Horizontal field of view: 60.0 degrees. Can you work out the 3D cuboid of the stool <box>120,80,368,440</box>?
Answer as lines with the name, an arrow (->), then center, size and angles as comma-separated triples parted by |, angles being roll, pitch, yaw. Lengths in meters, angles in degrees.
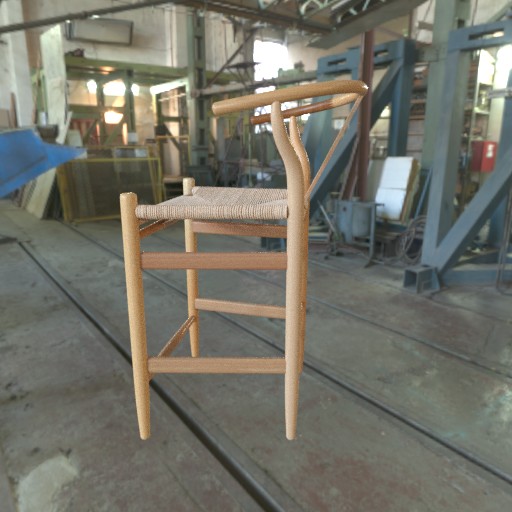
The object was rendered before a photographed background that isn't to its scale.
stool -> 0.000, 0.000, 1.287 | 0.575, 0.923, 0.536 | 2, 14, 9
